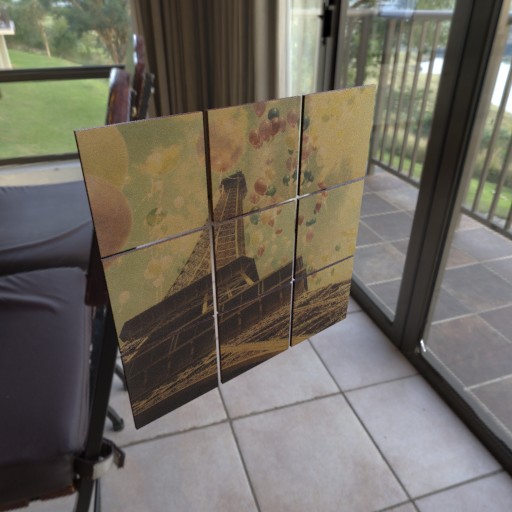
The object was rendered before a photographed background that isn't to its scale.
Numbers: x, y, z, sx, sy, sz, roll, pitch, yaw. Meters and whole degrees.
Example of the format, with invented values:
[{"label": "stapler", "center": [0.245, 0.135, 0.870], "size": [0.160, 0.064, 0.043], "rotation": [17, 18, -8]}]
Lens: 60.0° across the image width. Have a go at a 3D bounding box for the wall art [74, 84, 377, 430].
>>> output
[{"label": "wall art", "center": [0.000, 0.000, 1.869], "size": [1.256, 1.246, 0.017], "rotation": [-21, 36, -31]}]
